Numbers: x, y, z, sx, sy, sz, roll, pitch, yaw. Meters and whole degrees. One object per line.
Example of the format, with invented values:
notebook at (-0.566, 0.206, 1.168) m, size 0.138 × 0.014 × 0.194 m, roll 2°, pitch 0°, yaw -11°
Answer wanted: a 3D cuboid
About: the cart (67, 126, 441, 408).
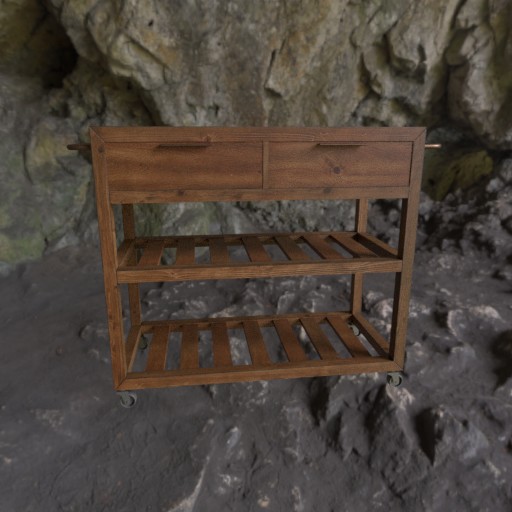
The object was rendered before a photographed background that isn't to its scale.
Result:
cart at (0.000, 0.000, 1.492) m, size 1.065 × 0.830 × 0.445 m, roll -2°, pitch 15°, yaw -7°
